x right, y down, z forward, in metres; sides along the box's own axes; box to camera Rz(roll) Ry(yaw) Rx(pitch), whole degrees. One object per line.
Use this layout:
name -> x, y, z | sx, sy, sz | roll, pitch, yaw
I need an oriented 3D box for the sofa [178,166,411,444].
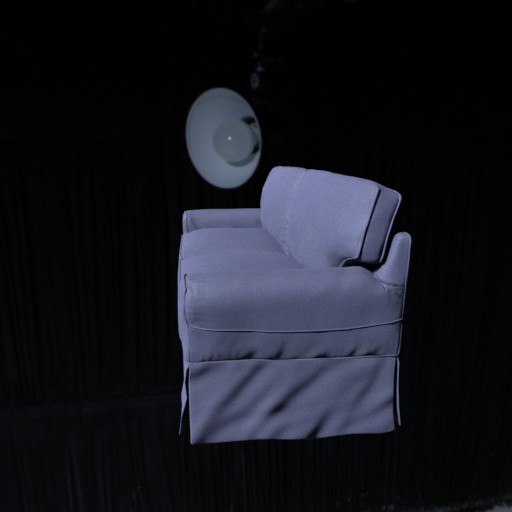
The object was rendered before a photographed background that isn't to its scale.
sofa -> 0.000, 0.000, 2.835 | 0.983, 1.094, 2.256 | -2, 13, -9
